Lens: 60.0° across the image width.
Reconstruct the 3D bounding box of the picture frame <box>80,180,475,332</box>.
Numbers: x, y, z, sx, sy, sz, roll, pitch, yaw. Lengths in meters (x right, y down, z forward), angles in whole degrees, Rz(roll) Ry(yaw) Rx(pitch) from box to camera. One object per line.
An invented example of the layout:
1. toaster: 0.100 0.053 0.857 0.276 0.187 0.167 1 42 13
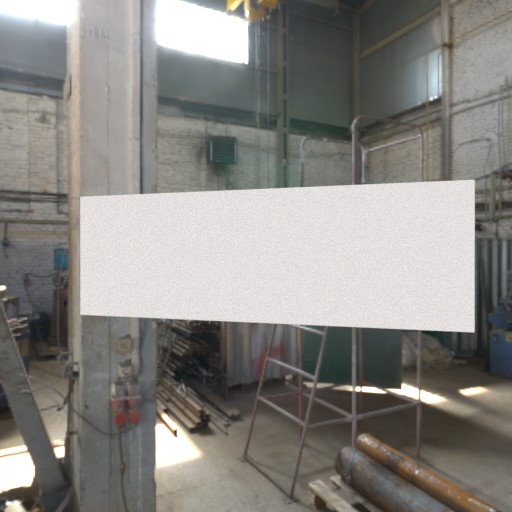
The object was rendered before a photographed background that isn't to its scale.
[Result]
1. picture frame: 0.000 0.000 0.854 0.759 0.250 0.050 0 0 16
